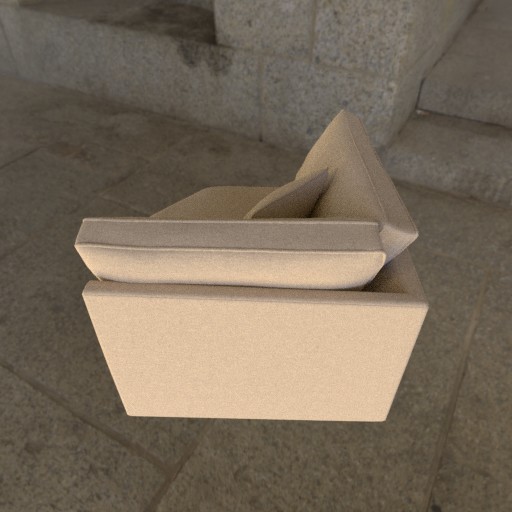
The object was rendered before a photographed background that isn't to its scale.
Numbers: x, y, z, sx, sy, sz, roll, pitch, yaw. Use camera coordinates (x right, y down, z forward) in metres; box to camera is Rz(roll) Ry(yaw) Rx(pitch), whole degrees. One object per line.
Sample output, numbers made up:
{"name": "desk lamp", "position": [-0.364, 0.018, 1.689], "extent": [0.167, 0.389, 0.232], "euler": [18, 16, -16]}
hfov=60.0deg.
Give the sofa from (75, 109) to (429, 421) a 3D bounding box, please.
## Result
{"name": "sofa", "position": [0.000, 0.000, 1.874], "extent": [1.042, 0.937, 1.050], "euler": [1, 42, 1]}
